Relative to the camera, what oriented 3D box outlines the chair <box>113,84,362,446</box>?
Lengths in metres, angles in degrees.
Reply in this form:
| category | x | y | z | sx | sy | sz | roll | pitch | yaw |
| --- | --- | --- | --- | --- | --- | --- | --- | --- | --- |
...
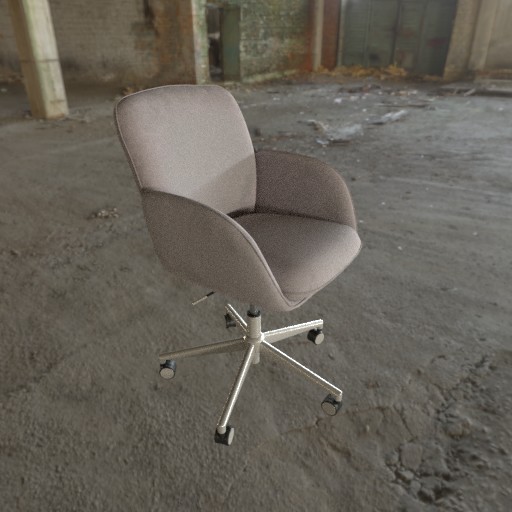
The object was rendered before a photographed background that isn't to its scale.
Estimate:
| category | x | y | z | sx | sy | sz | roll | pitch | yaw |
| --- | --- | --- | --- | --- | --- | --- | --- | --- | --- |
| chair | 0.000 | 0.000 | 1.378 | 0.654 | 0.959 | 0.648 | 17 | 32 | 31 |
